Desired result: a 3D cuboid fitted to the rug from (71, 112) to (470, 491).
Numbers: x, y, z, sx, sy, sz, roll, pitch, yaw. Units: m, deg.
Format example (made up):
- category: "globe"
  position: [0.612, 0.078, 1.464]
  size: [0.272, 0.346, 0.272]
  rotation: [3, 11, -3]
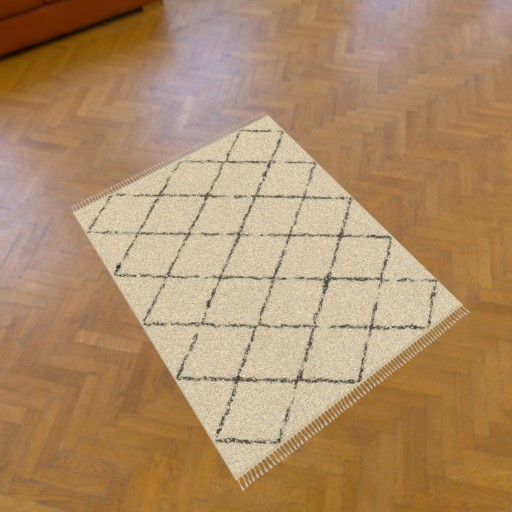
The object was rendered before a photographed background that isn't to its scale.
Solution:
- category: "rug"
  position: [0.000, 0.000, 4.111]
  size: [2.380, 0.013, 3.051]
  rotation: [-31, 64, -17]
